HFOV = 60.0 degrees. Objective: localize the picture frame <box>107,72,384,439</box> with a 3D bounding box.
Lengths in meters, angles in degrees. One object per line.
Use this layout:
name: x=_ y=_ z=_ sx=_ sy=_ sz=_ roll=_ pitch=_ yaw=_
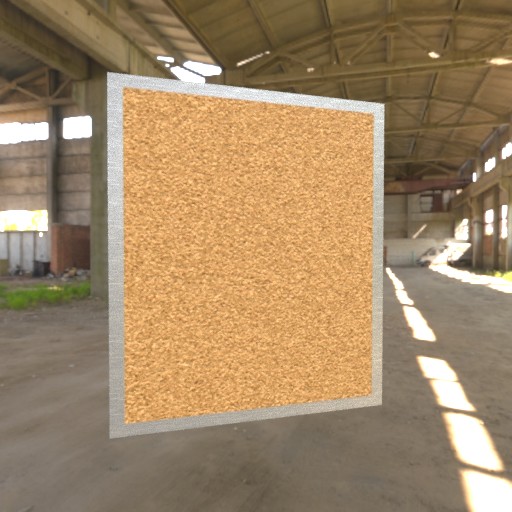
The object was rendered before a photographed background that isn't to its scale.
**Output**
picture frame: x=0.000 y=0.000 z=0.518 sx=0.327 sy=0.378 sz=0.027 roll=0 pitch=1 yaw=-18
